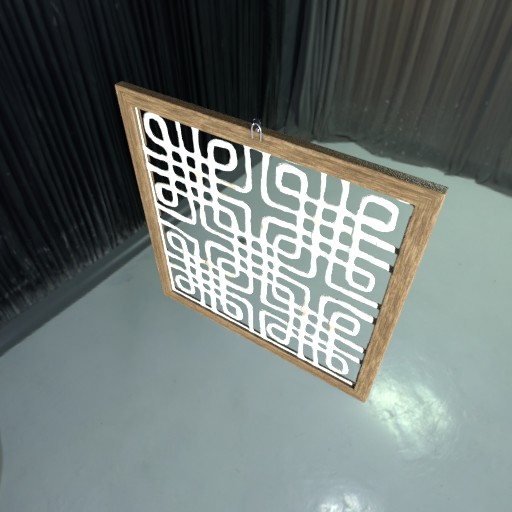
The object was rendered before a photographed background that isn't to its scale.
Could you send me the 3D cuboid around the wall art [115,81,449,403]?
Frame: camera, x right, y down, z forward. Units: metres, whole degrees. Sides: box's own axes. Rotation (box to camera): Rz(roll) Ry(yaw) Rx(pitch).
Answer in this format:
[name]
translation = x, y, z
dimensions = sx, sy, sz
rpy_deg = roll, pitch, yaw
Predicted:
[wall art]
translation = 0.000, 0.000, 0.847
dimensions = 0.561, 0.582, 0.021
rpy_deg = 25, 51, 22
